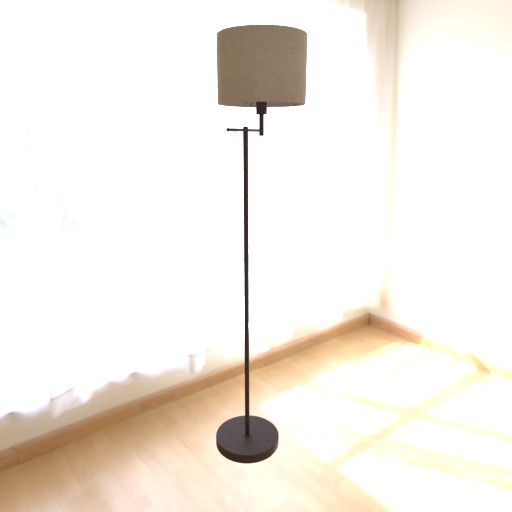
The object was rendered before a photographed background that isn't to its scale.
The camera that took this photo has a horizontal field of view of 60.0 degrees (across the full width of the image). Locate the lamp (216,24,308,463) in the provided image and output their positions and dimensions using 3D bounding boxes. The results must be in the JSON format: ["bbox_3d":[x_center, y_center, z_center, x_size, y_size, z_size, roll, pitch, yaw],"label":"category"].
[{"bbox_3d":[0.000,0.000,1.740,0.324,1.600,0.416,8,17,26],"label":"lamp"}]
